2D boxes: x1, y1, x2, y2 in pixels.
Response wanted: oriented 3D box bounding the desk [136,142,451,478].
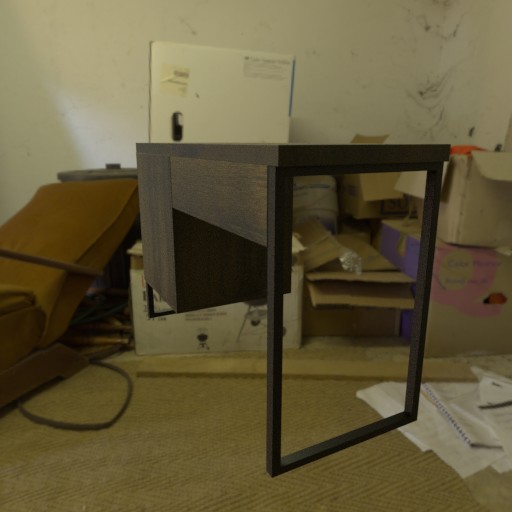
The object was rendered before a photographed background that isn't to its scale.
[{"bbox_3d":[0.000,0.000,1.525,0.511,0.752,1.134,-8,16,-27],"label":"desk"}]
